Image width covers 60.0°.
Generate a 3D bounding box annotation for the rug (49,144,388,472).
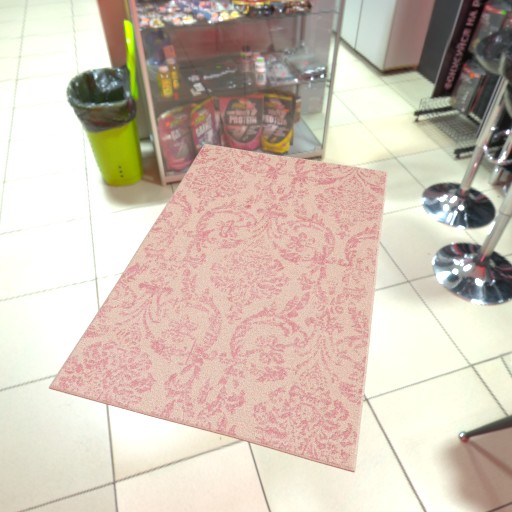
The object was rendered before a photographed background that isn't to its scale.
[{"bbox_3d":[0.000,0.000,2.271,1.219,0.012,1.839,11,47,10],"label":"rug"}]
